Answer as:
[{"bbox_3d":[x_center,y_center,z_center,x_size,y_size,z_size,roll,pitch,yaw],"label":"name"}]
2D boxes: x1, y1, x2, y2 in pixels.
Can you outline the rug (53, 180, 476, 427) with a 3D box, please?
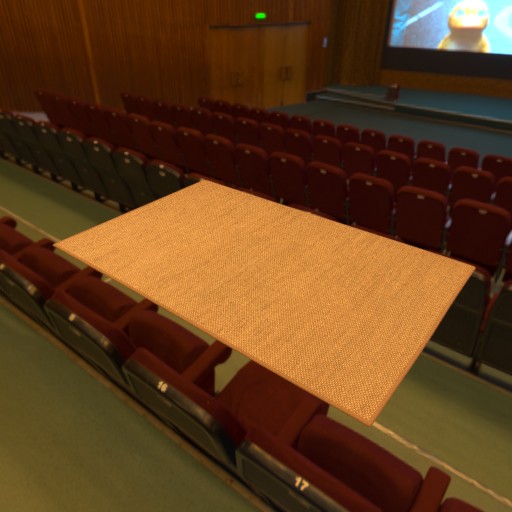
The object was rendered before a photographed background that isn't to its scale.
[{"bbox_3d":[0.000,0.000,2.054,1.668,0.012,1.061,22,38,32],"label":"rug"}]
